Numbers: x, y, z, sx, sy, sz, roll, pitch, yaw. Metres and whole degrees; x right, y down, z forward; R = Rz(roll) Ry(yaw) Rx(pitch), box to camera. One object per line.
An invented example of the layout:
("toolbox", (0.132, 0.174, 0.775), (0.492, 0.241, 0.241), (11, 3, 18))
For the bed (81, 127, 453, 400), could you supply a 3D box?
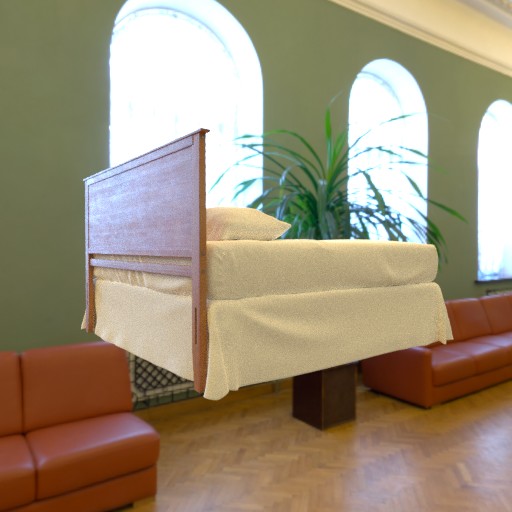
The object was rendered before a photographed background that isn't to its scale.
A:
("bed", (0.000, 0.000, 3.564), (2.215, 1.270, 2.317), (-1, 1, -36))
